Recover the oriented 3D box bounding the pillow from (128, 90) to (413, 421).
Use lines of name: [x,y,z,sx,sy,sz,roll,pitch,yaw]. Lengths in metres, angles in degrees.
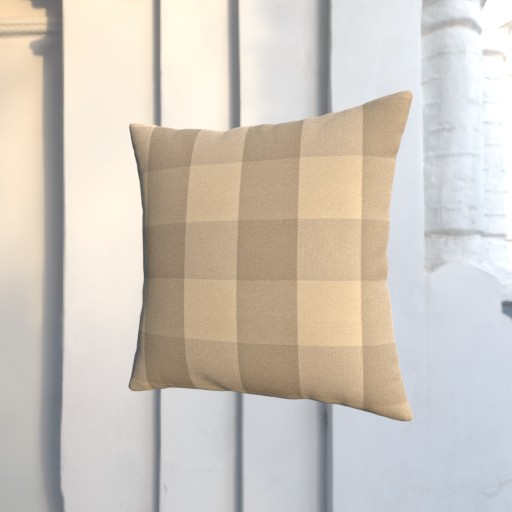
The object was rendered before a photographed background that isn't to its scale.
pillow: [0.000,0.000,0.763,0.511,0.509,0.161,0,-1,19]
